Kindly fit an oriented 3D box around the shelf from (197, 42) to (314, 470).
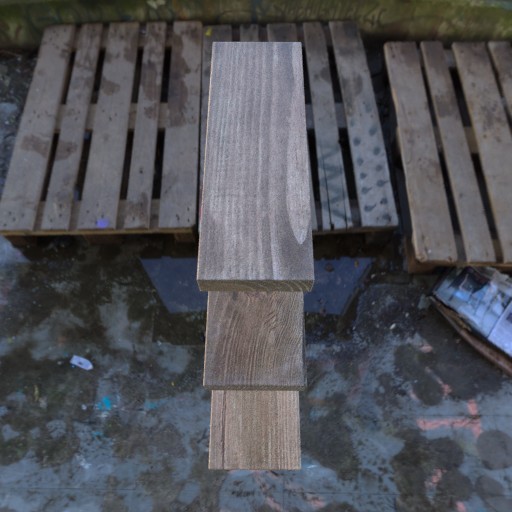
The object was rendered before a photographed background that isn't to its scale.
[{"bbox_3d":[0.000,0.000,0.701,0.140,0.293,0.610,0,65,0],"label":"shelf"}]
